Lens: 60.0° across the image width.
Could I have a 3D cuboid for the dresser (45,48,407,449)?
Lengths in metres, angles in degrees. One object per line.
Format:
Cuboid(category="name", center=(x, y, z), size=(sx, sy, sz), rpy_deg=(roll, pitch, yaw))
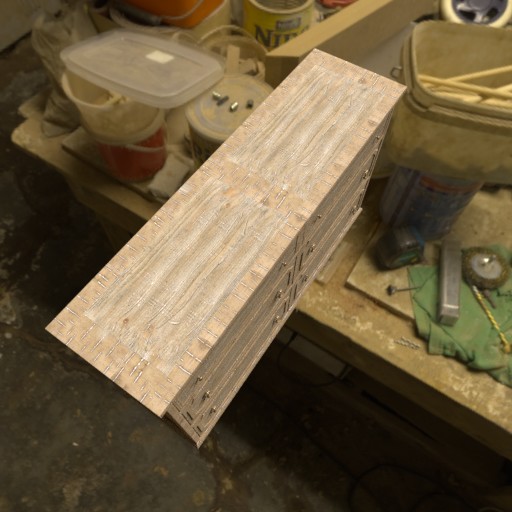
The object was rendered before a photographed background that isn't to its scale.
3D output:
Cuboid(category="dresser", center=(0.000, 0.000, 2.066), size=(0.457, 1.016, 1.626), rpy_deg=(31, 65, 16))
